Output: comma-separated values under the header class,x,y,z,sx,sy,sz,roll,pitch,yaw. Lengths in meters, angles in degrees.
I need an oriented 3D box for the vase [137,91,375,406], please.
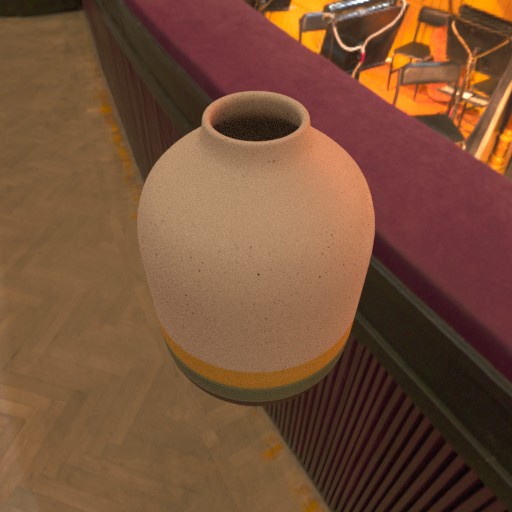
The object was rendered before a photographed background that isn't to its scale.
class,x,y,z,sx,sy,sz,roll,pitch,yaw
vase,0.000,0.000,0.348,0.169,0.240,0.169,0,46,0
